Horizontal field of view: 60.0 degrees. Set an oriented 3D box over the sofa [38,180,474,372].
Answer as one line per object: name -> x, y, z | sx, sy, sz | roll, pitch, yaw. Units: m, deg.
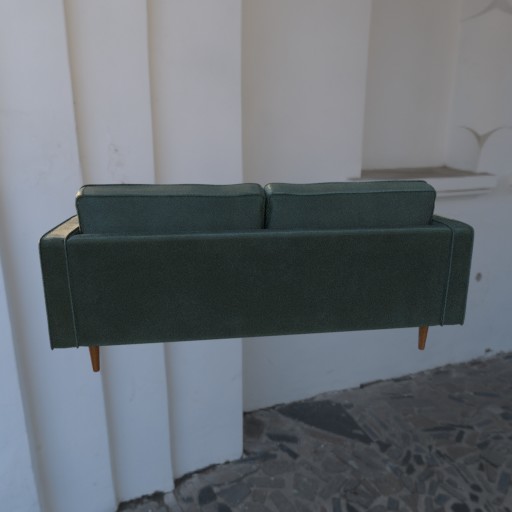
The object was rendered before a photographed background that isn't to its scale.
sofa -> 0.000, 0.000, 2.241 | 1.816, 0.781, 0.886 | -2, 15, -8
